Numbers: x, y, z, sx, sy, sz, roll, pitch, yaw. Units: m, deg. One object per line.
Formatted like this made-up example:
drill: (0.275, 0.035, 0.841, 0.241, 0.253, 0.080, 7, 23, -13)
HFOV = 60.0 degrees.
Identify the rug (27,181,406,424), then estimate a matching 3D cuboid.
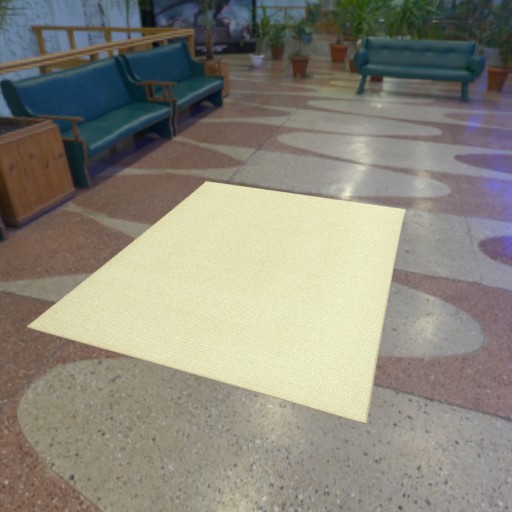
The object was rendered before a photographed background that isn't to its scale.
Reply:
rug: (0.000, 0.000, 4.082, 2.462, 0.018, 3.039, 11, 33, 17)
